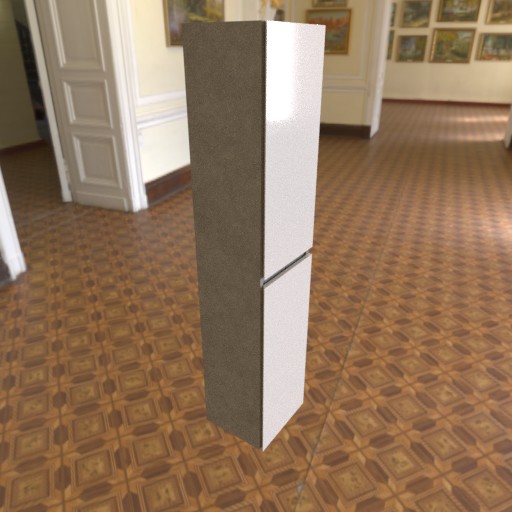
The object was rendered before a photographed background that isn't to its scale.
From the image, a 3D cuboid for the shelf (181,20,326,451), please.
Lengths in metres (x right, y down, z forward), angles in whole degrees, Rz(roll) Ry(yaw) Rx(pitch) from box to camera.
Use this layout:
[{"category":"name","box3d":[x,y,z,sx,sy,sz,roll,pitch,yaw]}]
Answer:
[{"category":"shelf","box3d":[0.000,0.000,1.508,0.270,1.400,0.300,17,30,31]}]
